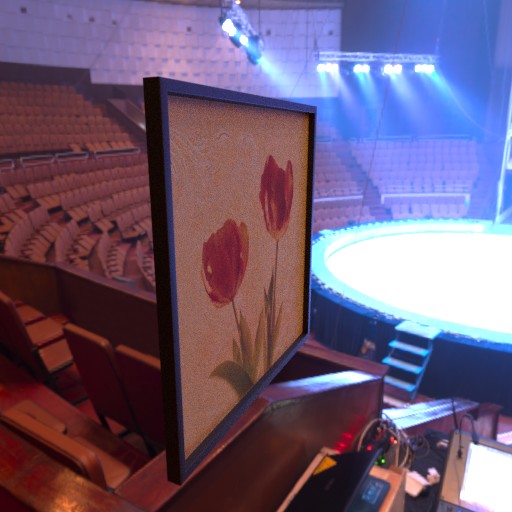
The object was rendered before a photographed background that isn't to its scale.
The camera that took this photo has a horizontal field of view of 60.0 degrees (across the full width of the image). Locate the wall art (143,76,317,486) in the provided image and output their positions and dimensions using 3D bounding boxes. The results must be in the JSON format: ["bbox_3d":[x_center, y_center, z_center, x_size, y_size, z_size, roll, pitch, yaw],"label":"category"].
[{"bbox_3d":[0.000,0.000,1.187,0.043,0.807,0.805,7,17,25],"label":"wall art"}]
